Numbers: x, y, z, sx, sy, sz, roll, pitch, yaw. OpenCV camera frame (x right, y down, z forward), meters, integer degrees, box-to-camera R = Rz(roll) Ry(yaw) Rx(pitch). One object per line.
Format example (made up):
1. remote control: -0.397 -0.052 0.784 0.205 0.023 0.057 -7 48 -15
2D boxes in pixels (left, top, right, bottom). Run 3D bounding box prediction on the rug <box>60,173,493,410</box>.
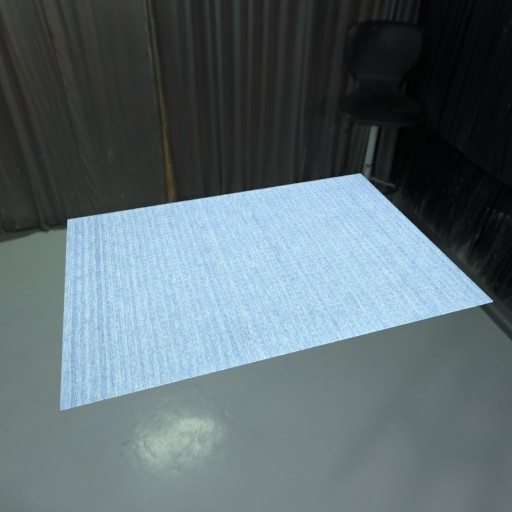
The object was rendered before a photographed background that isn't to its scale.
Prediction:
1. rug: 0.000 0.000 3.539 2.895 0.006 1.982 -11 40 -13
